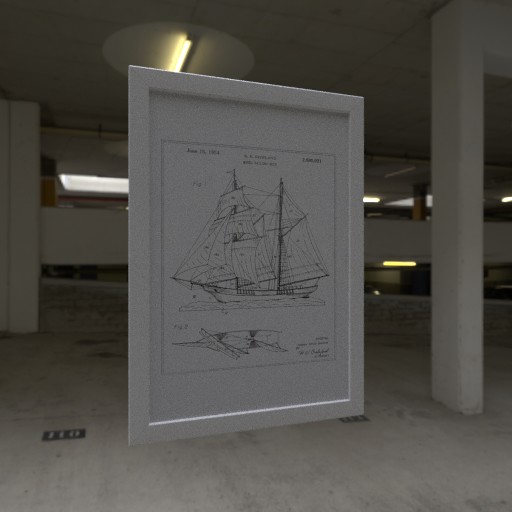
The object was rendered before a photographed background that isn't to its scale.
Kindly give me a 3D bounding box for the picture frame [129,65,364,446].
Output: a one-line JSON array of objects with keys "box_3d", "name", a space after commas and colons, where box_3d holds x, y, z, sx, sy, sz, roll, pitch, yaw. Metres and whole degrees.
[{"box_3d": [0.000, 0.000, 0.687, 0.381, 0.534, 0.012, 0, 0, -19], "name": "picture frame"}]
